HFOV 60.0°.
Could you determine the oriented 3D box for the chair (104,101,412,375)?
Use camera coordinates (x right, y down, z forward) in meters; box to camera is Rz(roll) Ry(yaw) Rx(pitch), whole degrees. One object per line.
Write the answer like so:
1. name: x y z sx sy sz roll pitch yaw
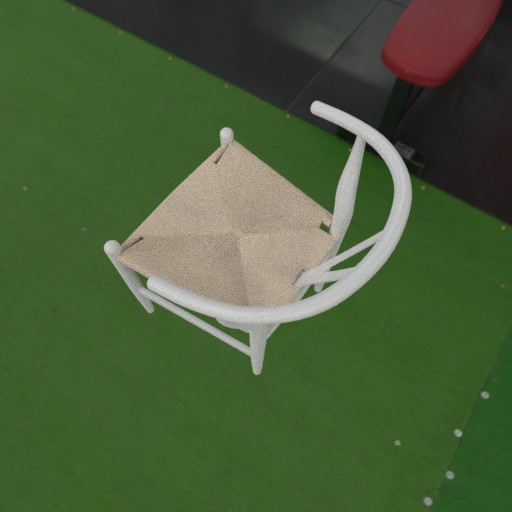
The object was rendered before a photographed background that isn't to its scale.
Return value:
1. chair: 0.000 0.000 1.156 0.579 0.730 0.569 34 68 16
